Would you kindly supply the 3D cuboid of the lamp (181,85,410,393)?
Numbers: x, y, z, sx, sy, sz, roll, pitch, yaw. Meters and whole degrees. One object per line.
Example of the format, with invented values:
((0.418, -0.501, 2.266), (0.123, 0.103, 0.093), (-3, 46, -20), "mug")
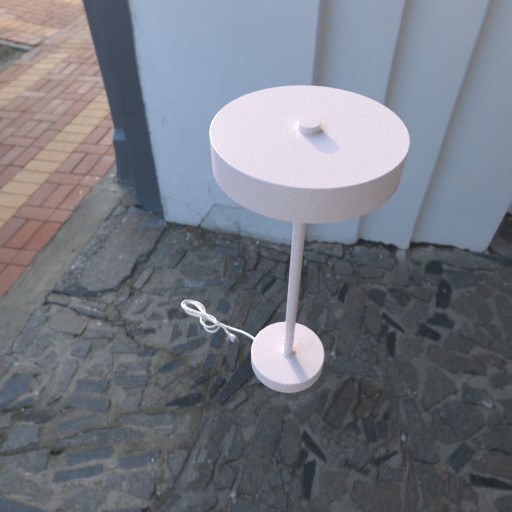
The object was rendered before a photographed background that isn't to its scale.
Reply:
((0.000, 0.000, 0.711), (0.369, 0.508, 0.229), (23, 50, 21), "lamp")
